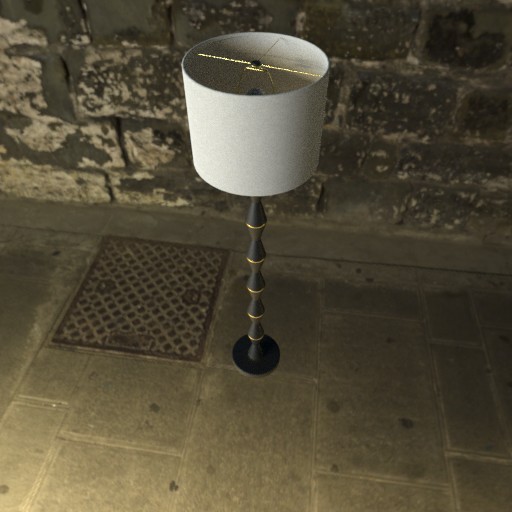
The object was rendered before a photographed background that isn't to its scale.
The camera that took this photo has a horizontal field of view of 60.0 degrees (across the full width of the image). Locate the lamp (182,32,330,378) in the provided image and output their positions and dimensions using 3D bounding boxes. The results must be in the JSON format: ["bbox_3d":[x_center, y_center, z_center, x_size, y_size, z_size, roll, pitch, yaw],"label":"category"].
[{"bbox_3d":[0.000,0.000,1.683,0.381,1.480,0.381,17,49,15],"label":"lamp"}]
